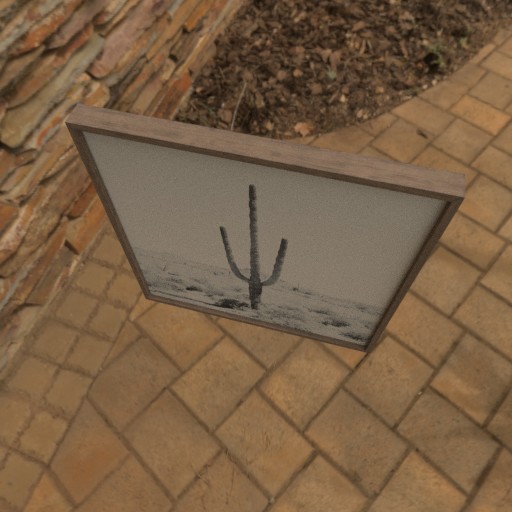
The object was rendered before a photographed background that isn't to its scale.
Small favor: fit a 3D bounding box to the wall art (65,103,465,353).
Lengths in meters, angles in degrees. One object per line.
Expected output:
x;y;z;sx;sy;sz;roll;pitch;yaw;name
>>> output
0.000;0.000;0.769;0.508;0.508;0.038;12;58;8;wall art
